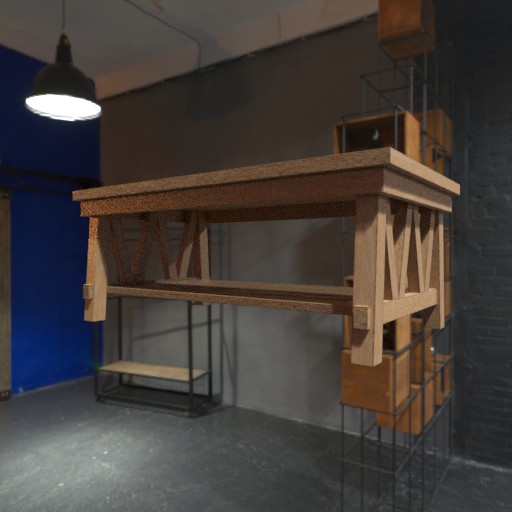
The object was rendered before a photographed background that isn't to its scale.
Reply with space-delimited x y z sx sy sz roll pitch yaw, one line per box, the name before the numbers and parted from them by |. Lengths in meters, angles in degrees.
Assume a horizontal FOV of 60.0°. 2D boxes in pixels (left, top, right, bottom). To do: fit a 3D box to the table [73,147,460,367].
table | 0.000 0.000 1.661 1.270 0.507 0.711 1 1 36
